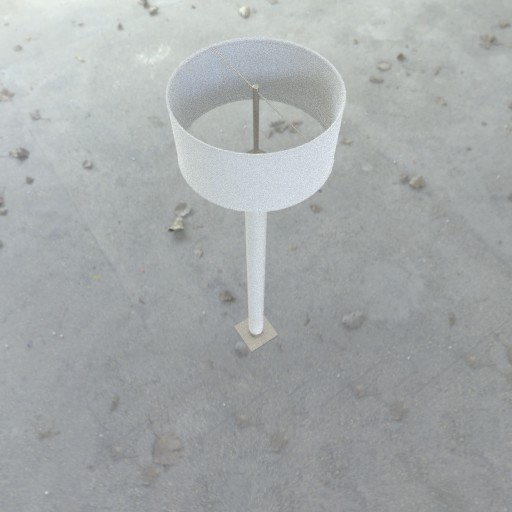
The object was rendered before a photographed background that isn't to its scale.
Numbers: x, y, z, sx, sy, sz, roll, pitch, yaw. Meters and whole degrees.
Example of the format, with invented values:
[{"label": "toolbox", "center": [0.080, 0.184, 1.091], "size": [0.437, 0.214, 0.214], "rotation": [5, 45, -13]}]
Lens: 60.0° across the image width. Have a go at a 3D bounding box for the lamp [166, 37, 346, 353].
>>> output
[{"label": "lamp", "center": [0.000, 0.000, 1.647], "size": [0.420, 1.475, 0.420], "rotation": [-30, 63, -17]}]
